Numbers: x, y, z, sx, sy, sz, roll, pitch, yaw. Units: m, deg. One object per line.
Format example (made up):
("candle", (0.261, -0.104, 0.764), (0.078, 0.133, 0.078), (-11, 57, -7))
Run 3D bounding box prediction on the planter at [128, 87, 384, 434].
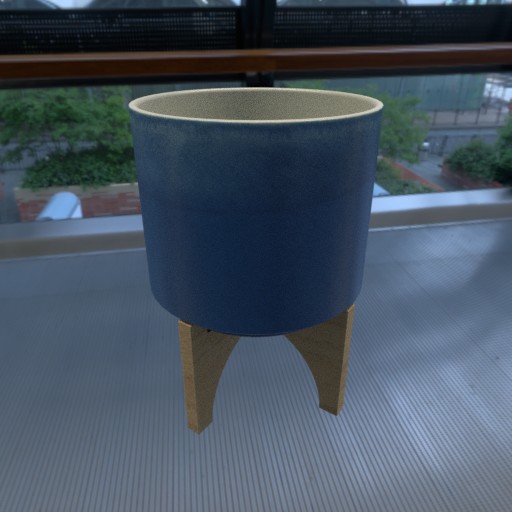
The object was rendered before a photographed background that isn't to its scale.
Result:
("planter", (0.000, 0.000, 0.549), (0.261, 0.367, 0.261), (0, 26, 0))
